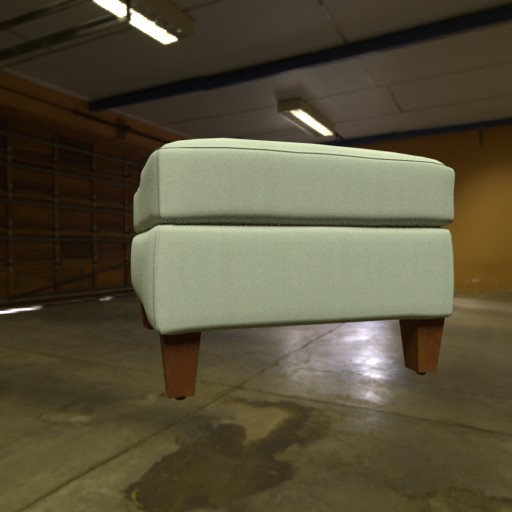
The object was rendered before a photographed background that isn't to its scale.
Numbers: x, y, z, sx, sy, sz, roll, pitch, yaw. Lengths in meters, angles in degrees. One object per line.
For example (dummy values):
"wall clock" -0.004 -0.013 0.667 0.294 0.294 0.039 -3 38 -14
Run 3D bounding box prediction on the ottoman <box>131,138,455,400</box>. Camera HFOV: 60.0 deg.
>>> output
"ottoman" 0.000 0.000 1.202 0.634 0.496 0.818 0 1 -18
